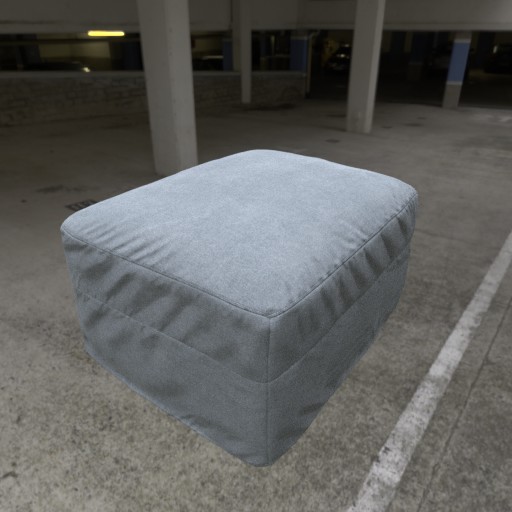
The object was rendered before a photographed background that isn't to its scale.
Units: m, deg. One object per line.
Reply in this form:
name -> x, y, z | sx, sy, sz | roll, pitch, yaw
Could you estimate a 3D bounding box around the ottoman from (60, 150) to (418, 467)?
ottoman -> 0.000, 0.000, 1.268 | 0.683, 0.481, 0.837 | 19, 33, 31
